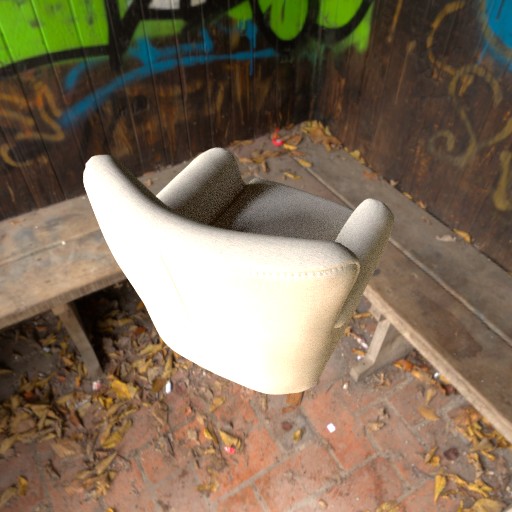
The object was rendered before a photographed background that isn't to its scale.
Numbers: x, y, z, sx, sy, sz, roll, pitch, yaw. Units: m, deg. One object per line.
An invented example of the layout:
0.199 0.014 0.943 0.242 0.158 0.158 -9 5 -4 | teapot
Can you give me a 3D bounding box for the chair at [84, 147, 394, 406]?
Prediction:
0.000 0.000 1.655 0.861 0.936 0.921 23 50 21 | chair
